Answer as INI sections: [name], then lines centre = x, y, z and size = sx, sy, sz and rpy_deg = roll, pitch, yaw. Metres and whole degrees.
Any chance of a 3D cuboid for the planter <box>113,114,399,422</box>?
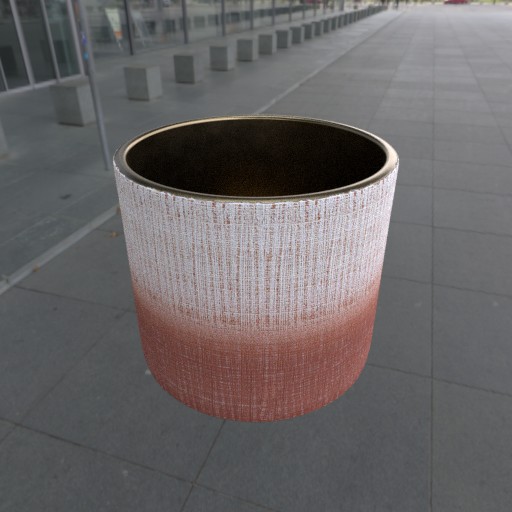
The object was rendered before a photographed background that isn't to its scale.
[planter]
centre = 0.000, 0.000, 0.398
size = 0.221, 0.201, 0.221
rpy_deg = 0, 31, 0
